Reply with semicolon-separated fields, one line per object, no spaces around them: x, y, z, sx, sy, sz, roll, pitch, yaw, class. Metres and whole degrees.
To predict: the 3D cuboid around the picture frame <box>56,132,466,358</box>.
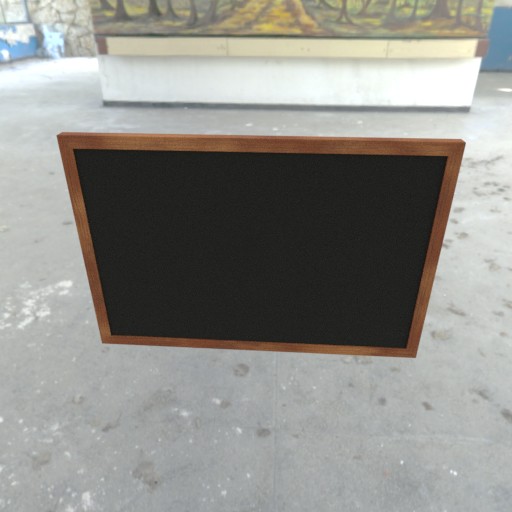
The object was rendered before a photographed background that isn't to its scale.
0.000;0.000;1.196;0.950;0.640;0.029;2;29;3;picture frame
